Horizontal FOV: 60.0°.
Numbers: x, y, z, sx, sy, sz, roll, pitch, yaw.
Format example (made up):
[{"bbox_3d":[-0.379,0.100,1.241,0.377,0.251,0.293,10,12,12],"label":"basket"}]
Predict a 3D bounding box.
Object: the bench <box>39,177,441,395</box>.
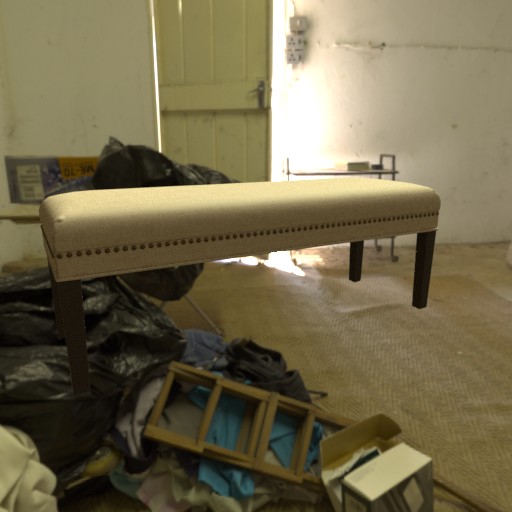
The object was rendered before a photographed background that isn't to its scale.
[{"bbox_3d":[0.000,0.000,1.439,1.219,0.457,0.410,-8,17,-27],"label":"bench"}]
